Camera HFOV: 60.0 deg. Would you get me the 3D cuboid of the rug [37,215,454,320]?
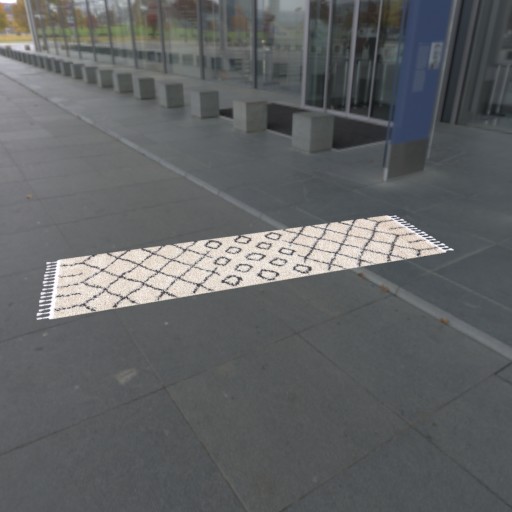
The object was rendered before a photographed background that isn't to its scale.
[{"bbox_3d":[0.000,0.000,2.766,2.464,0.005,0.660,-9,28,-16],"label":"rug"}]
